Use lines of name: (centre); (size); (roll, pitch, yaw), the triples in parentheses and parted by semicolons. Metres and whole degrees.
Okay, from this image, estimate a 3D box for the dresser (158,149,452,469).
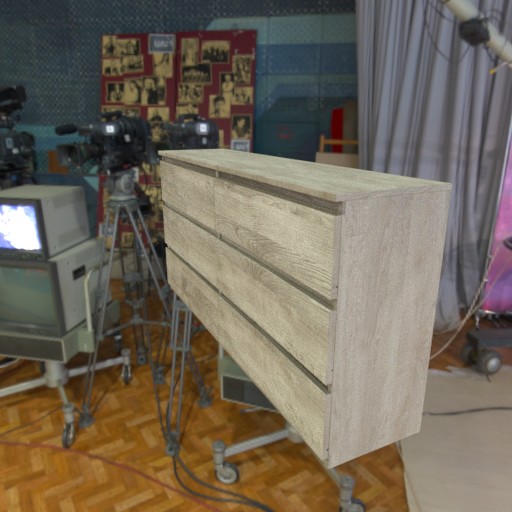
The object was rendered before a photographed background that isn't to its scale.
dresser: (0.000, 0.000, 1.902); (0.390, 0.795, 1.590); (-9, 19, -26)
